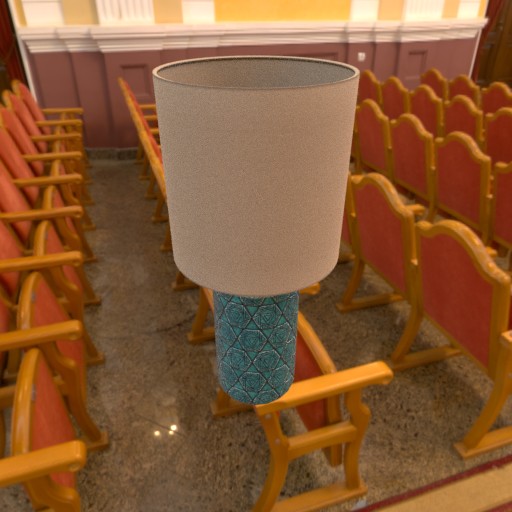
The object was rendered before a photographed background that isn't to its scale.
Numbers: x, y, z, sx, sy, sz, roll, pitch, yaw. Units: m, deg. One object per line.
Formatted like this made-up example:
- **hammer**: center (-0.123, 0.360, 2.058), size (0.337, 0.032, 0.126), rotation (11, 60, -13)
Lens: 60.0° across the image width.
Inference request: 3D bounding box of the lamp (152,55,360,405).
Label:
- **lamp**: center (0.000, 0.000, 0.759), size (0.278, 0.597, 0.278), rotation (-10, 32, -16)
